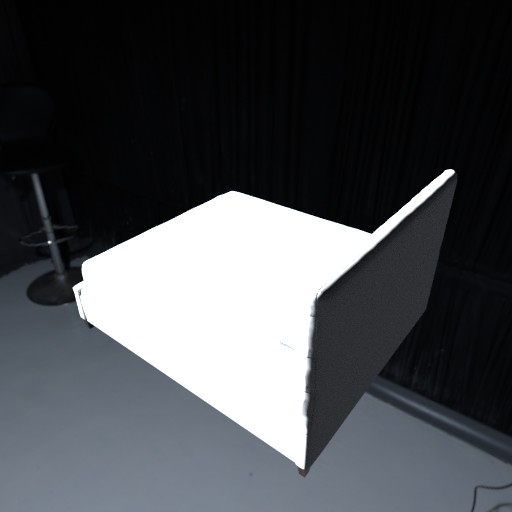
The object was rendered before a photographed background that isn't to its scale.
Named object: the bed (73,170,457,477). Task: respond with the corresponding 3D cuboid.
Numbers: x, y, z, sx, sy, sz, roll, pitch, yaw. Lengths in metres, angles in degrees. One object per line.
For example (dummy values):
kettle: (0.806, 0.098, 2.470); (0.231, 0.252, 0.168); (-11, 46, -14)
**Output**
bed: (0.000, 0.000, 3.694); (2.387, 1.427, 2.078); (22, 38, 32)
